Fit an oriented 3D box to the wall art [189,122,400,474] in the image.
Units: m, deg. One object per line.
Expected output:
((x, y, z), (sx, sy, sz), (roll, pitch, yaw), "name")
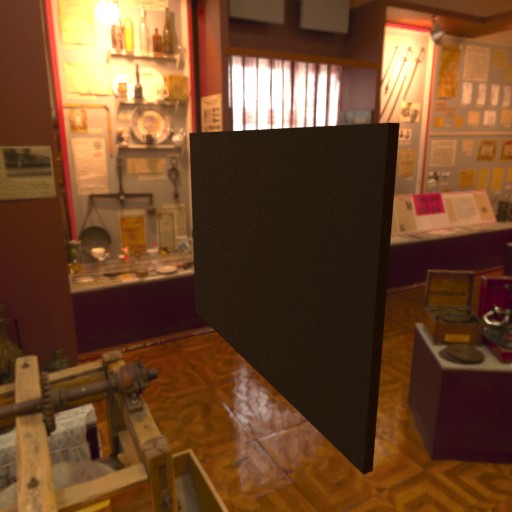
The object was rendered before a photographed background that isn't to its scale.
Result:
((0.000, 0.000, 1.197), (0.026, 0.656, 0.958), (-7, 16, -26), "wall art")
